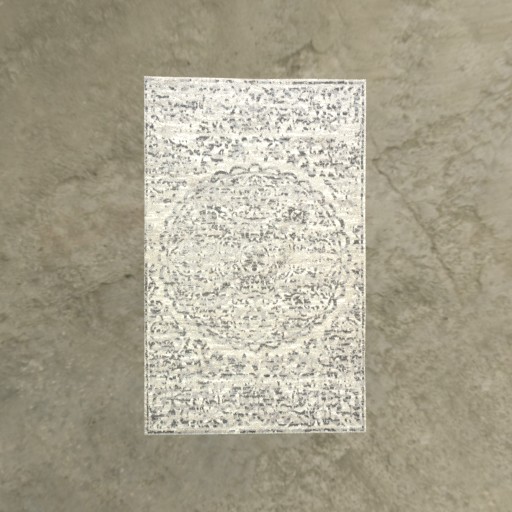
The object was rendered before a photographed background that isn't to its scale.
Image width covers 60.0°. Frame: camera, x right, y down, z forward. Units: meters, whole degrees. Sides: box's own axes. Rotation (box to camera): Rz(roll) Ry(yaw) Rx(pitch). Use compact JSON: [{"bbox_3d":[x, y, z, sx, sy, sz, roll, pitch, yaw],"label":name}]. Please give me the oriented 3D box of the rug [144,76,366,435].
[{"bbox_3d":[0.000,0.000,3.046,1.527,0.021,2.447,0,90,-2],"label":"rug"}]
